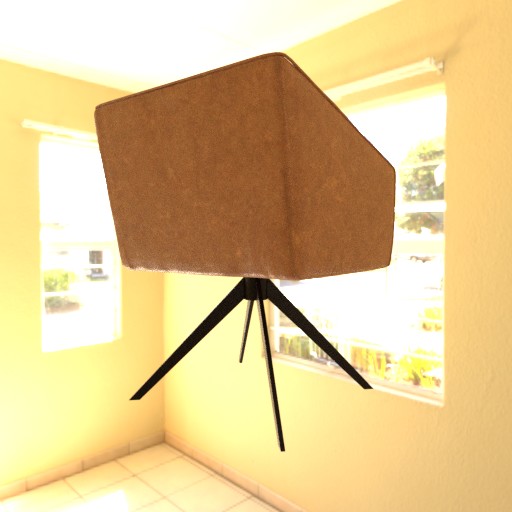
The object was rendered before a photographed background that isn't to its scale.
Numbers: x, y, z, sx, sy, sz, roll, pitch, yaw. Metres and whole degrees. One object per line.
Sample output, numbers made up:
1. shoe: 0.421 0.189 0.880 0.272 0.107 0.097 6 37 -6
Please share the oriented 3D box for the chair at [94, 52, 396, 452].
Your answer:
1. chair: 0.000 0.000 1.210 0.588 0.760 0.625 1 3 36
